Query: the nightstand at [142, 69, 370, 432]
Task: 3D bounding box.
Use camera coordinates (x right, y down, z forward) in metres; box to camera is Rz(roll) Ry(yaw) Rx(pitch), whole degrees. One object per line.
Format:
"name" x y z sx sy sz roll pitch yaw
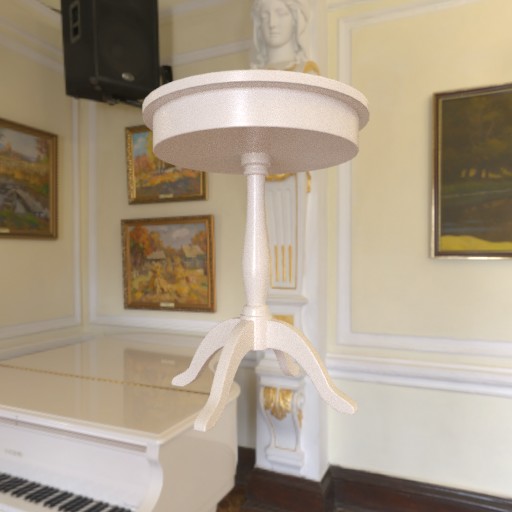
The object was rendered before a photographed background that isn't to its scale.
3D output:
"nightstand" 0.000 0.000 1.030 0.513 0.653 0.513 0 0 36
